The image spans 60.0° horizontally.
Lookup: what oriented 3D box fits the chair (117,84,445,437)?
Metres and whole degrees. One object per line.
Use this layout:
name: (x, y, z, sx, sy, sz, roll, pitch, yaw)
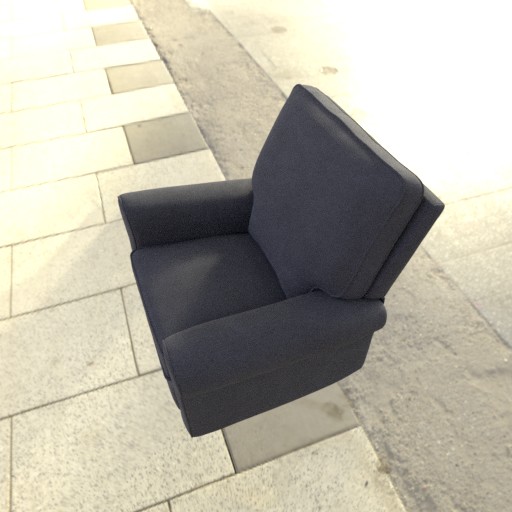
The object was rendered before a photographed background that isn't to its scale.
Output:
chair: (0.000, 0.000, 1.641, 0.878, 0.961, 0.890, -17, 49, -15)
